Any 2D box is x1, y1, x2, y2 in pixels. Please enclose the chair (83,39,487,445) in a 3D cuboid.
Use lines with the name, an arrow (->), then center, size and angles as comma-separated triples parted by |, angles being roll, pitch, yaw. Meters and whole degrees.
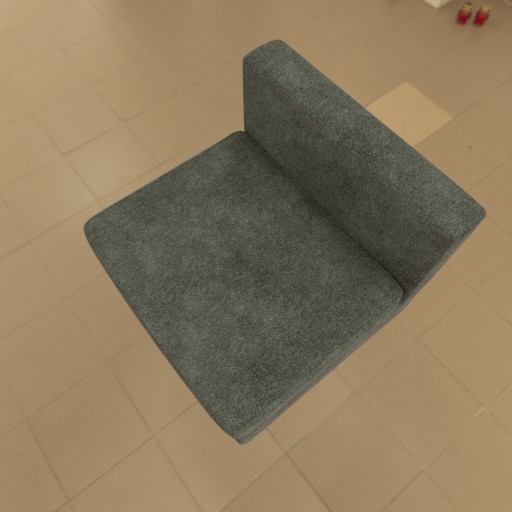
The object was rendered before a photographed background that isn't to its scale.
chair -> 0.000, 0.000, 1.184 | 0.680, 0.660, 0.680 | -36, 69, -16
